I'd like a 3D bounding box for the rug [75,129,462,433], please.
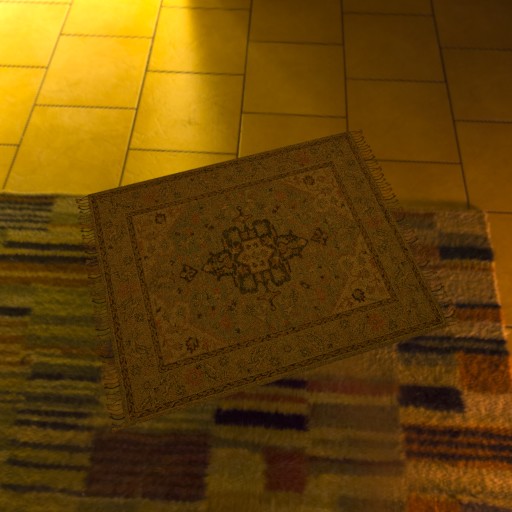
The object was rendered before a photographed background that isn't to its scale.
[{"bbox_3d":[0.000,0.000,3.560,2.651,0.010,1.971,-15,65,-7],"label":"rug"}]
